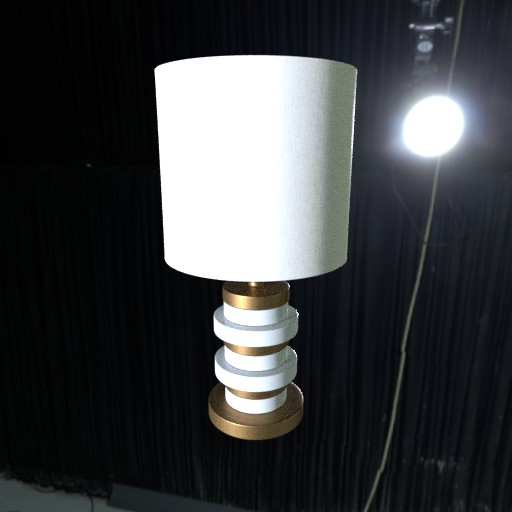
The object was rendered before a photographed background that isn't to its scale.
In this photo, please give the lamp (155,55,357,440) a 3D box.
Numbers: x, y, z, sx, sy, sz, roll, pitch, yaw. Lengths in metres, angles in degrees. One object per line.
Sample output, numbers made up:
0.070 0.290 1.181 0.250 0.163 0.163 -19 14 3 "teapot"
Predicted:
0.000 0.000 0.521 0.210 0.410 0.210 2 15 8 "lamp"
